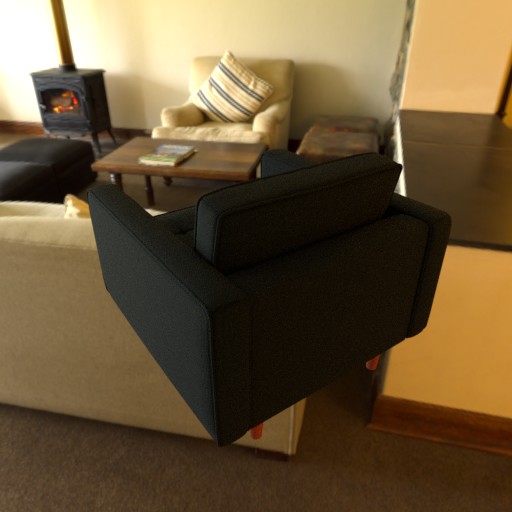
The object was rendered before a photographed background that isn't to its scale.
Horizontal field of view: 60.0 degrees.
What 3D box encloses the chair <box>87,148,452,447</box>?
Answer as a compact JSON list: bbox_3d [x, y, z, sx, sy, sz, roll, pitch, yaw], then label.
[{"bbox_3d":[0.000,0.000,1.587,0.899,0.770,0.920,-19,35,-30],"label":"chair"}]
